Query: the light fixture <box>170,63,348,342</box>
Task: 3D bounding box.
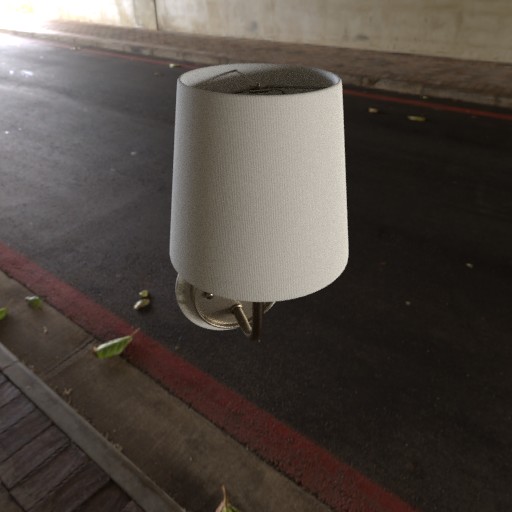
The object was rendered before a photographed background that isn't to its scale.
[{"bbox_3d":[0.000,0.000,0.439,0.168,0.337,0.188,-11,34,-16],"label":"light fixture"}]
